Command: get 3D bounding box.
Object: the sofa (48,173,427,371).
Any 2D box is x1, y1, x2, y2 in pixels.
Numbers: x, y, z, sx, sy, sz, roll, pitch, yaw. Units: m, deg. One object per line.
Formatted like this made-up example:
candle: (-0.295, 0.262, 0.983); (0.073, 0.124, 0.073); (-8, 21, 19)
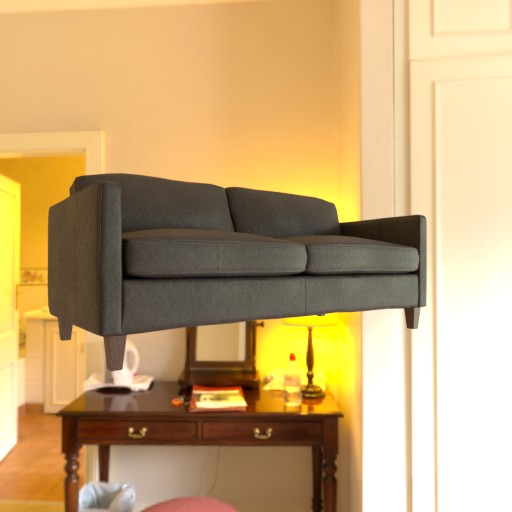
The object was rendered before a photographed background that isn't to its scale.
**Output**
sofa: (0.000, 0.000, 2.451); (1.971, 0.863, 0.933); (1, -1, -35)
